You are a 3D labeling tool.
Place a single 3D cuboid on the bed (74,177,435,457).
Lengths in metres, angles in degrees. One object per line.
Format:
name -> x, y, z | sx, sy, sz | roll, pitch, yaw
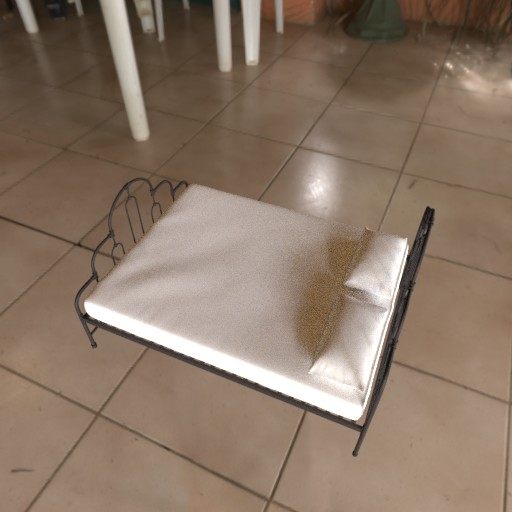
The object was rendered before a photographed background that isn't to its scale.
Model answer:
bed -> 0.000, 0.000, 3.263 | 2.163, 1.429, 1.640 | 17, 48, 16
